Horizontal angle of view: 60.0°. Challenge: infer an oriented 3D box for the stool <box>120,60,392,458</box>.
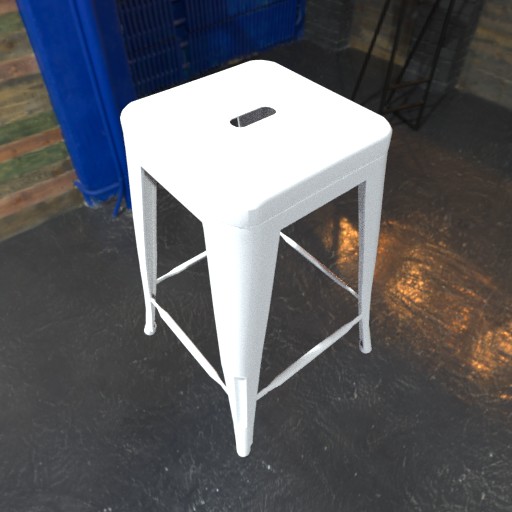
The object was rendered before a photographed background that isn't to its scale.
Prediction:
[{"bbox_3d":[0.000,0.000,0.874,0.406,0.610,0.406,-31,54,-26],"label":"stool"}]
